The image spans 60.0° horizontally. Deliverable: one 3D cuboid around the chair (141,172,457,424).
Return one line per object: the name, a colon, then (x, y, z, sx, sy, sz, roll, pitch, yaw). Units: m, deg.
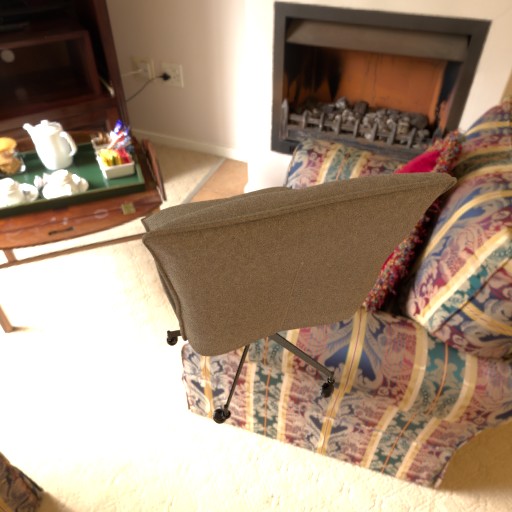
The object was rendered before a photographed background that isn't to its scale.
chair: (0.000, 0.000, 1.268, 0.597, 0.811, 0.696, -12, 43, -13)
